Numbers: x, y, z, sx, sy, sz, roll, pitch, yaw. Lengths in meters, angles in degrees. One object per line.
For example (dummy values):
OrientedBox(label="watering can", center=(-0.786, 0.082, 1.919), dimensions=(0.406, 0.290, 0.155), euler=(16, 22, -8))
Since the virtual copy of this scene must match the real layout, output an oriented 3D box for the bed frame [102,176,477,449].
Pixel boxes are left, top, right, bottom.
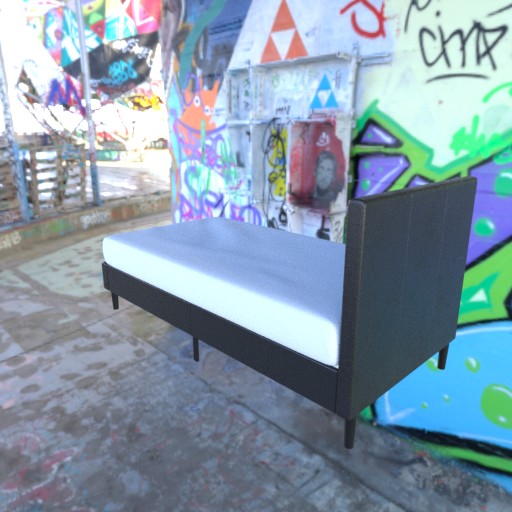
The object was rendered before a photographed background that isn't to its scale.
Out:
OrientedBox(label="bed frame", center=(0.000, 0.000, 2.566), dimensions=(1.038, 1.046, 2.152), euler=(-15, 22, -42))
